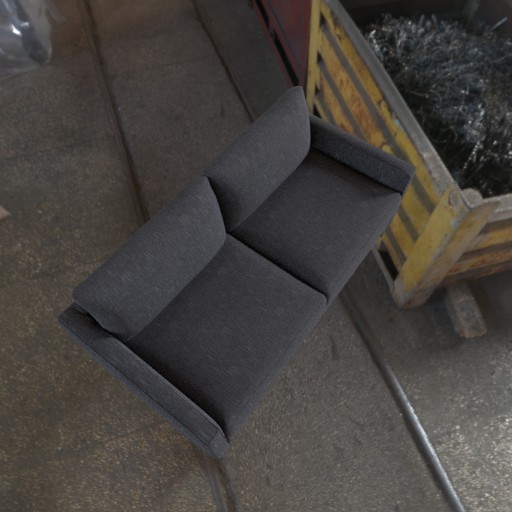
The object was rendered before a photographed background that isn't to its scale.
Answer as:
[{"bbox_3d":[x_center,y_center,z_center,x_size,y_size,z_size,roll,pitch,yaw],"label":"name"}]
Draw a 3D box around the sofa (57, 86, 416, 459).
[{"bbox_3d":[0.000,0.000,2.245,0.866,0.862,1.716,33,65,18],"label":"sofa"}]
